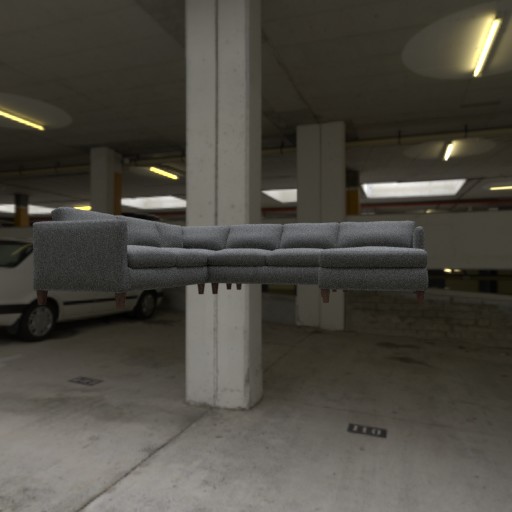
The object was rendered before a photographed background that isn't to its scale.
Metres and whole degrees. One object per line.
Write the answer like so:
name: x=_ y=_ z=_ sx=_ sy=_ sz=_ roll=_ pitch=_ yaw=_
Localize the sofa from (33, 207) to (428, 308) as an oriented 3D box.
sofa: x=0.000 y=0.000 z=4.462 sx=3.238 sy=0.853 sz=2.551 roll=0 pitch=-1 yaw=18
